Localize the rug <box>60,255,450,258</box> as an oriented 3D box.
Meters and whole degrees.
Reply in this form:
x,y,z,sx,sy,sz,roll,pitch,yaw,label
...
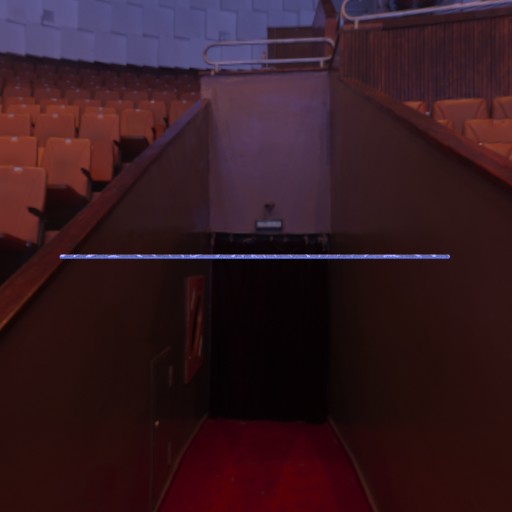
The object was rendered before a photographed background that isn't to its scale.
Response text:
x,y,z,sx,sy,sz,roll,pitch,yaw,label
0.000,0.000,2.821,1.543,0.015,2.144,0,0,0,rug
